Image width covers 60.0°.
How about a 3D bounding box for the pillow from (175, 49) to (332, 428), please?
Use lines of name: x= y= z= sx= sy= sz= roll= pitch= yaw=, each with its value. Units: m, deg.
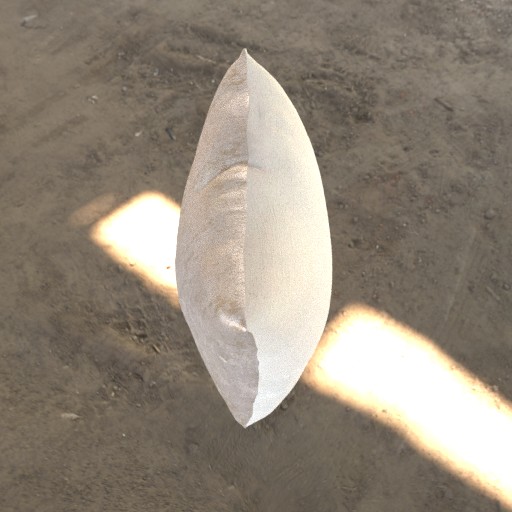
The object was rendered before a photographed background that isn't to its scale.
pillow: x=0.000 y=0.000 z=0.719 sx=0.245 sy=0.448 sz=0.450 roll=1 pitch=58 yaw=1
